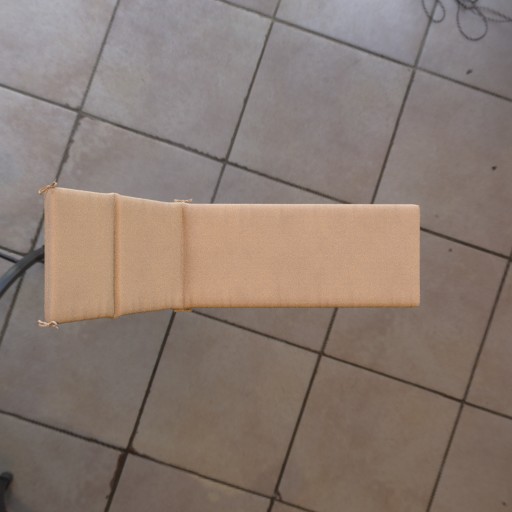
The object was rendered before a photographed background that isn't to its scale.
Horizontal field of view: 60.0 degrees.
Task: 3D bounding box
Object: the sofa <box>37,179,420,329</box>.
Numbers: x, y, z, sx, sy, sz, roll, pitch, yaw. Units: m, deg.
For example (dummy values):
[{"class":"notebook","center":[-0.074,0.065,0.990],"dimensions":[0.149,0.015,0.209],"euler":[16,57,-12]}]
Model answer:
[{"class":"sofa","center":[0.000,0.000,1.964],"dimensions":[1.663,0.622,0.582],"euler":[0,90,-1]}]
